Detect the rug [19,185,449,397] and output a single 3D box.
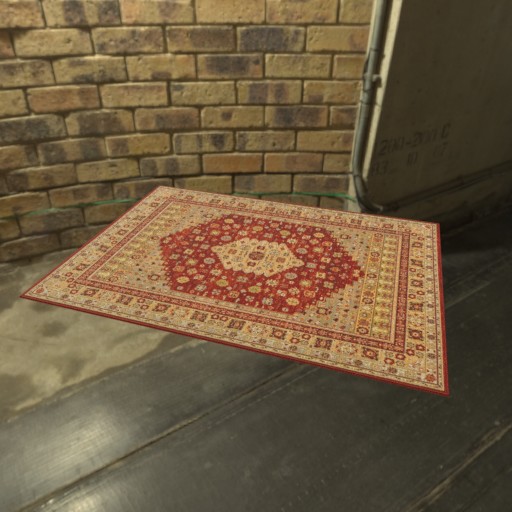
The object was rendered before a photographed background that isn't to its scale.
[{"bbox_3d":[0.000,0.000,2.779,2.211,0.013,1.593,10,34,15],"label":"rug"}]
